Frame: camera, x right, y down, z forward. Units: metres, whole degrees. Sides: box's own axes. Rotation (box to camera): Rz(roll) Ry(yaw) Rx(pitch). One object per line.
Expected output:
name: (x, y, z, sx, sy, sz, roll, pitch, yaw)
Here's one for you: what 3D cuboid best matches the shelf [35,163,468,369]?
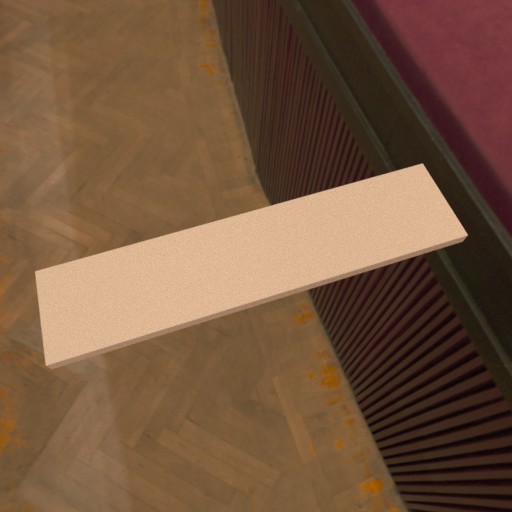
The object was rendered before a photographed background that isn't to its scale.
shelf: (0.000, 0.000, 0.646, 0.610, 0.020, 0.140, -16, 64, -8)
